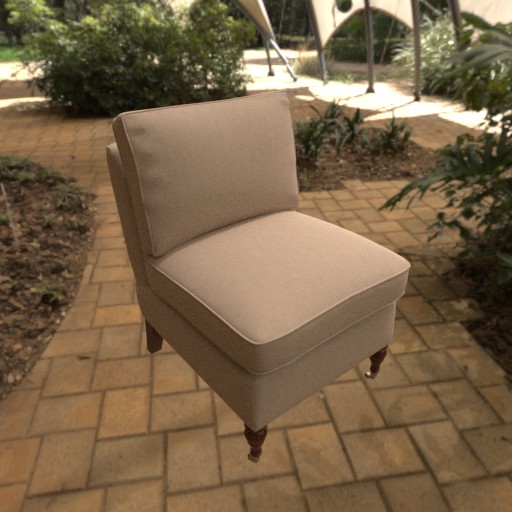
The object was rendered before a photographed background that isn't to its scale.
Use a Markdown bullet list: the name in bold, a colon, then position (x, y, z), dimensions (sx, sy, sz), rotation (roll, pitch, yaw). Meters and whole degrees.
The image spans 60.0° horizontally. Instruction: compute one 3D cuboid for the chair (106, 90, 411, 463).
- **chair**: position (0.000, 0.000, 1.657), dimensions (0.724, 1.052, 0.912), rotation (-21, 36, -33)
